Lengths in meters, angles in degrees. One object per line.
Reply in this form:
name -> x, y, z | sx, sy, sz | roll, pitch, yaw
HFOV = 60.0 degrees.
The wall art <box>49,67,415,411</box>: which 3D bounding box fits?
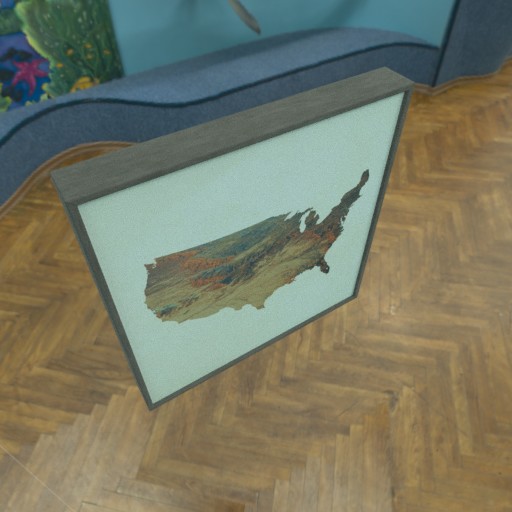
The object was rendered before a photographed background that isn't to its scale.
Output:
wall art -> 0.000, 0.000, 0.450 | 0.303, 0.302, 0.038 | -25, 51, -21
